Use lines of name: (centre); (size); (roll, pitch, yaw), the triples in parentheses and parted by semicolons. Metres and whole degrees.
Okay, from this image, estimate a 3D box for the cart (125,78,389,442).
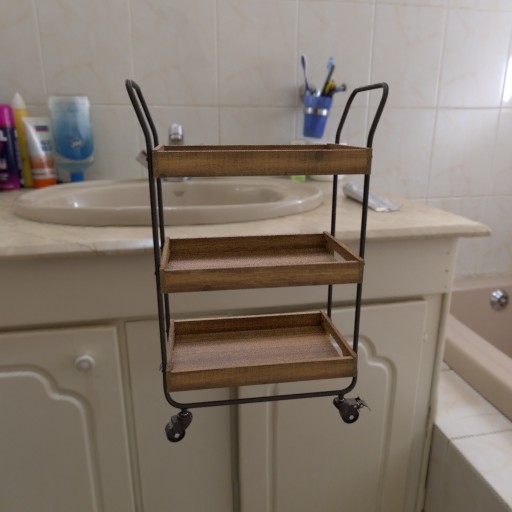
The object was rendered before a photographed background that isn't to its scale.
cart: (0.000, 0.000, 1.174); (0.583, 0.857, 0.339); (-2, 17, -8)
